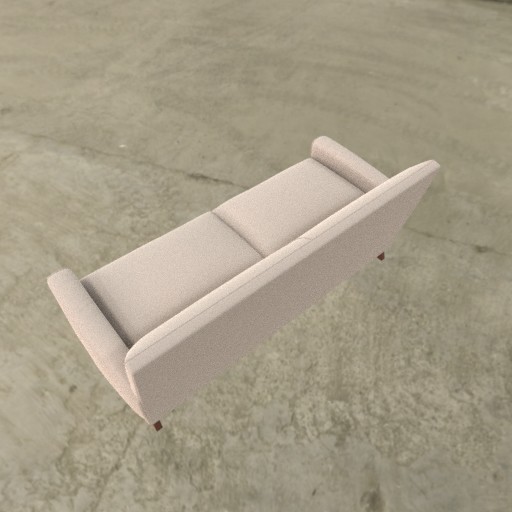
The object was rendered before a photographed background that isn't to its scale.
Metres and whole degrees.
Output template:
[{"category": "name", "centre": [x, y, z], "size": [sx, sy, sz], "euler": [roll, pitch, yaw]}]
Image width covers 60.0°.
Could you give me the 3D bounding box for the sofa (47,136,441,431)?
[{"category": "sofa", "centre": [0.000, 0.000, 2.499], "size": [2.000, 0.846, 0.875], "euler": [-32, 55, -27]}]
